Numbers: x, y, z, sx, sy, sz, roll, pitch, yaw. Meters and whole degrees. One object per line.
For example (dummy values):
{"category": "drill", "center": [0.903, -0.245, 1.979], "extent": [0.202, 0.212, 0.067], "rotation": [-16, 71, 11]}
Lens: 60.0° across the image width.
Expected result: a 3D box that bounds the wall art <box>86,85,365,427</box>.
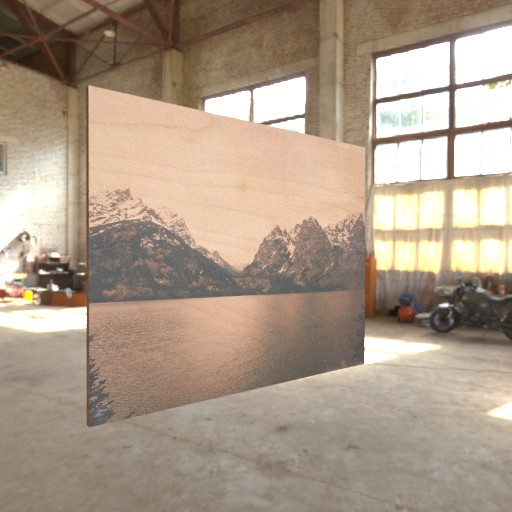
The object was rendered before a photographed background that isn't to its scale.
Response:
{"category": "wall art", "center": [0.000, 0.000, 0.686], "extent": [0.508, 0.408, 0.010], "rotation": [0, 0, -37]}
